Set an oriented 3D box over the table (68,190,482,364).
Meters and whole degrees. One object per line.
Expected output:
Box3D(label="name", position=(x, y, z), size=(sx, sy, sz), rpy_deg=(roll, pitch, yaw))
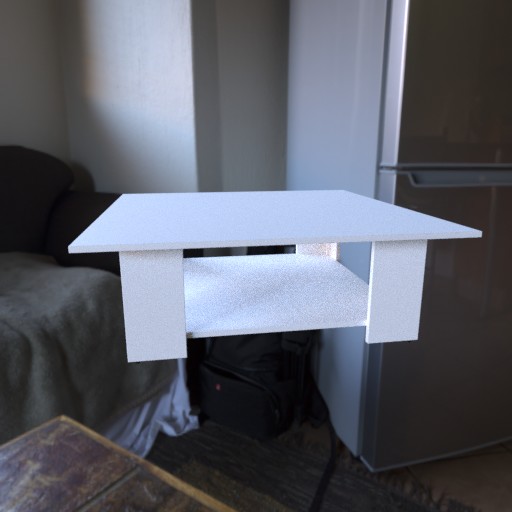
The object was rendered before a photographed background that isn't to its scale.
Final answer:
Box3D(label="table", position=(0.000, 0.000, 1.395), size=(0.890, 0.305, 0.890), rpy_deg=(-2, 15, -9))
